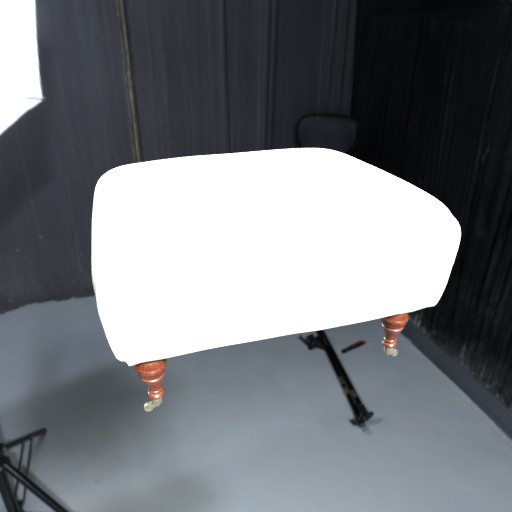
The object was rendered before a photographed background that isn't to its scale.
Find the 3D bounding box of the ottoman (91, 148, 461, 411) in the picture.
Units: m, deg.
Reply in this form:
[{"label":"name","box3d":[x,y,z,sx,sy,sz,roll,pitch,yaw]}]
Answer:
[{"label":"ottoman","box3d":[0.000,0.000,1.111,0.747,0.450,0.622,-8,27,-16]}]
